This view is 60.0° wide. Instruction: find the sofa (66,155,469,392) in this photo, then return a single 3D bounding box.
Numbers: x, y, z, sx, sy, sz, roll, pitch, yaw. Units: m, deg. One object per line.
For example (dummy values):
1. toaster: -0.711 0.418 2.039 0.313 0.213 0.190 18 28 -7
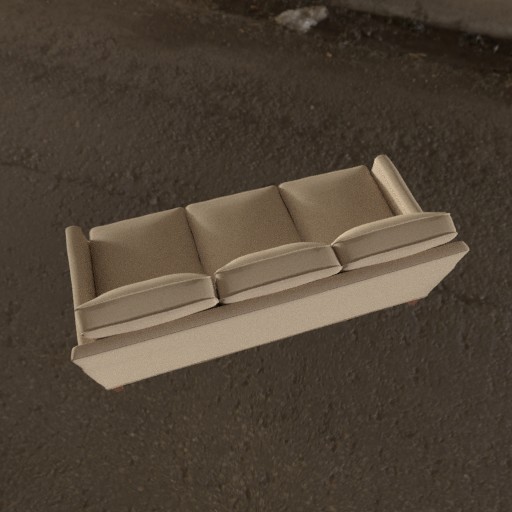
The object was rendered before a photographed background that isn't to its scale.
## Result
1. sofa: 0.000 0.000 2.841 2.246 1.003 1.084 -15 58 -9
